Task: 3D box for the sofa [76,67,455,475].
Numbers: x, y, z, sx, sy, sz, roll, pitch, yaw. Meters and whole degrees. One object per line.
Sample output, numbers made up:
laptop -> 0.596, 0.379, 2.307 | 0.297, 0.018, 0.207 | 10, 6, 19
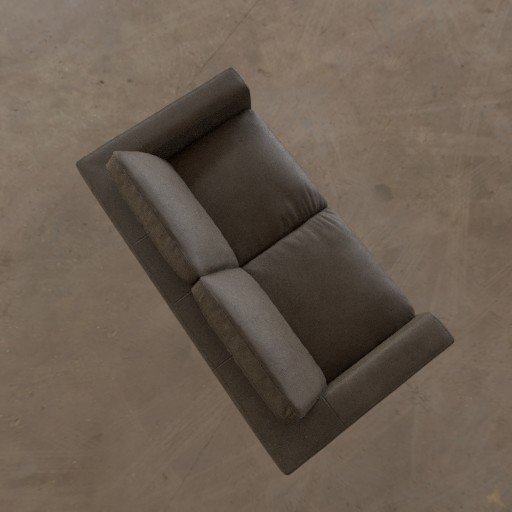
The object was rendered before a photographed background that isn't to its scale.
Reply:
sofa -> 0.000, 0.000, 2.421 | 1.070, 0.800, 1.920 | -35, 79, -8
